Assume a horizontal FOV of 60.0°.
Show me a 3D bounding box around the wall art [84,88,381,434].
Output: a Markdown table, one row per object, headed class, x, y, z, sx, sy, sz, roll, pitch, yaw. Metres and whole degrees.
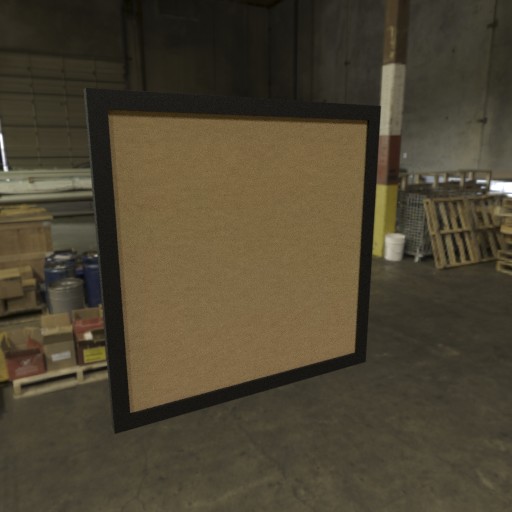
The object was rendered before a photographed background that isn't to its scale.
| class | x | y | z | sx | sy | sz | roll | pitch | yaw |
| --- | --- | --- | --- | --- | --- | --- | --- | --- | --- |
| wall art | 0.000 | 0.000 | 0.528 | 0.356 | 0.356 | 0.013 | -7 | 15 | -27 |
